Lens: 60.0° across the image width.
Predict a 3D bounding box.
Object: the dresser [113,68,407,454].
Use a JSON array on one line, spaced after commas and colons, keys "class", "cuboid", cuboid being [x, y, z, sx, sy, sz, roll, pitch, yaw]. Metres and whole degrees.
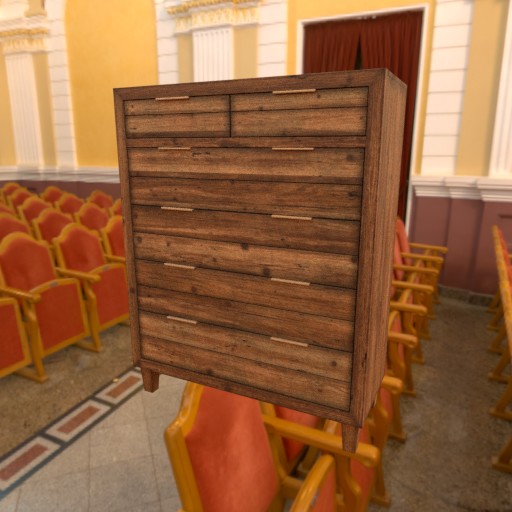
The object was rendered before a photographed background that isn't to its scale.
[{"class": "dresser", "cuboid": [0.000, 0.000, 1.890, 1.067, 1.359, 0.438, 7, 15, 25]}]
